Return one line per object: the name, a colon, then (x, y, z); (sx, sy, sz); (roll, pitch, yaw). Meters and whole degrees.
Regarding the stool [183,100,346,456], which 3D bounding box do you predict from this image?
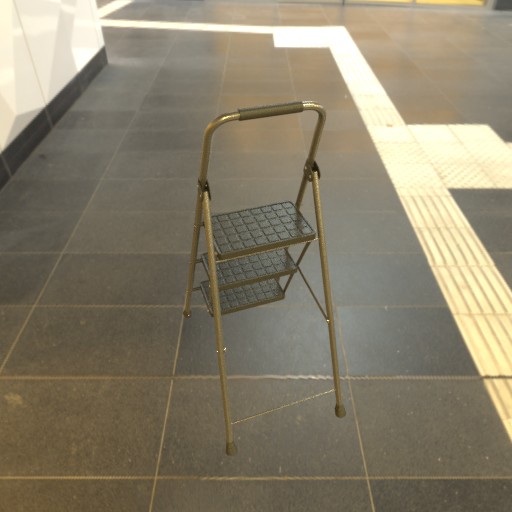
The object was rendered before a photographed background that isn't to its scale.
stool: (0.000, 0.000, 1.513); (0.473, 1.121, 0.733); (-13, 41, -15)
